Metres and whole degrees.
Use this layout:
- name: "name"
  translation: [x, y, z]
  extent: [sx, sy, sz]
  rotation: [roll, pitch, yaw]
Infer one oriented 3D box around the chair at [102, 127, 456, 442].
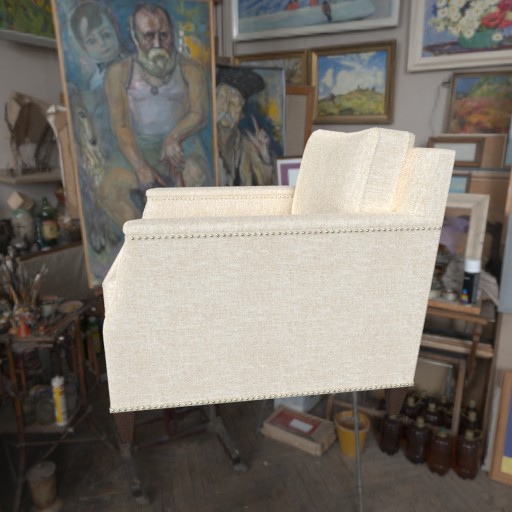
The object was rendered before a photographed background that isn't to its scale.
- name: "chair"
  translation: [0.000, 0.000, 1.698]
  extent: [1.041, 0.940, 0.838]
  rotation: [-2, 16, -8]
